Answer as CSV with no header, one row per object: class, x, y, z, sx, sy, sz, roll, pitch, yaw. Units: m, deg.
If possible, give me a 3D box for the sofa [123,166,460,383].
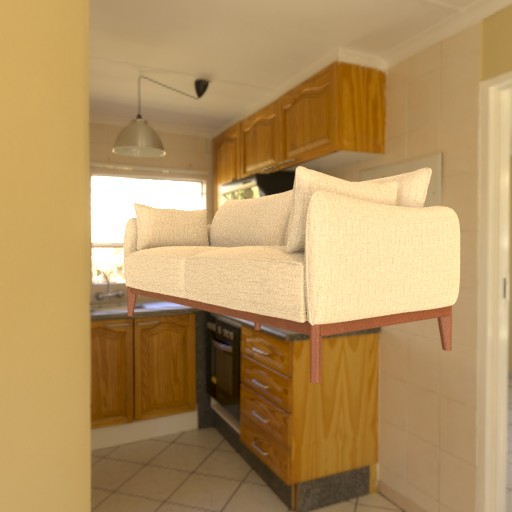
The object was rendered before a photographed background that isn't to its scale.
sofa,0.000,0.000,2.575,0.991,0.860,1.989,-1,1,-36
